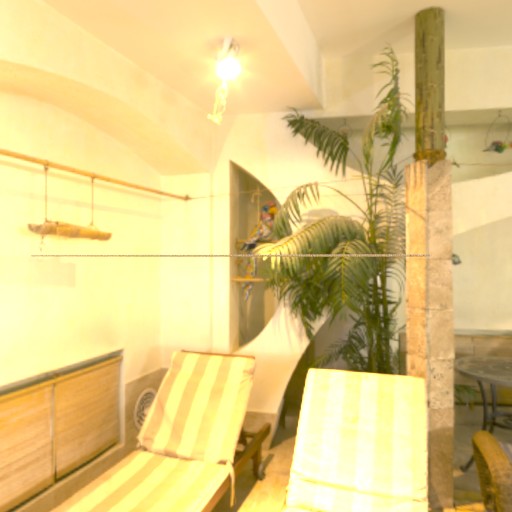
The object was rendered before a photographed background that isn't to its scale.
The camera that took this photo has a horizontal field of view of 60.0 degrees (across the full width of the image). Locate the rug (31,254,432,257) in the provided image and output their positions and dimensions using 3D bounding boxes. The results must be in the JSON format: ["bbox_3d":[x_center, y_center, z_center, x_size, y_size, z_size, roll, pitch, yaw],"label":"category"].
[{"bbox_3d":[0.000,0.000,4.244,3.048,0.013,2.439,0,0,18],"label":"rug"}]
